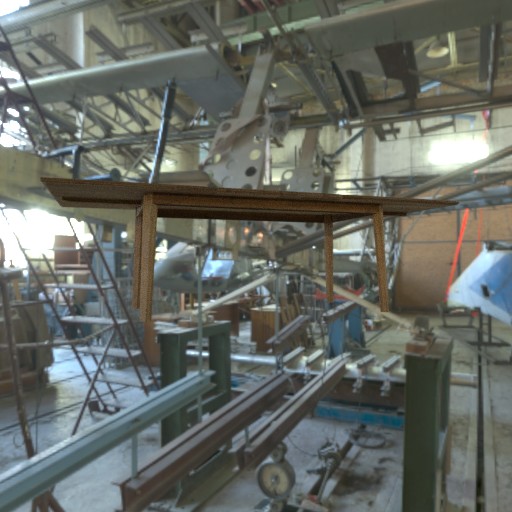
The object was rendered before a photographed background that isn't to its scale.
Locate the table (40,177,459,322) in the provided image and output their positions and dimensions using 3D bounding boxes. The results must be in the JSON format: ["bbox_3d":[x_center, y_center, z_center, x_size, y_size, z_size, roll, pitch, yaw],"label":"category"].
[{"bbox_3d":[0.000,0.000,3.088,2.603,0.752,1.000,0,-1,-19],"label":"table"}]
